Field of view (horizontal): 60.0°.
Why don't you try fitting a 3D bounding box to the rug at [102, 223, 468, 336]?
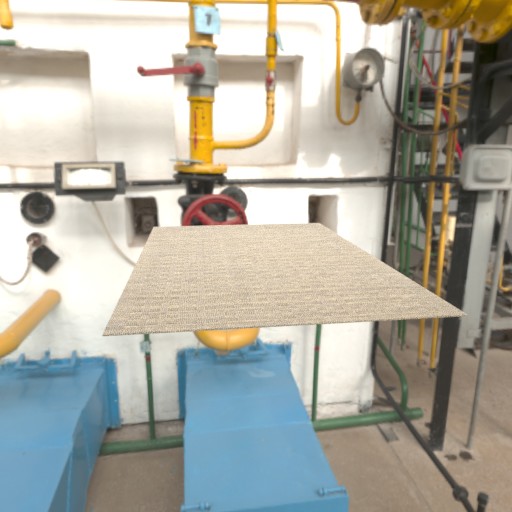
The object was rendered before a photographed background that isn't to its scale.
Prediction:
[{"bbox_3d":[0.000,0.000,2.202,1.142,0.006,1.752,-2,14,-8],"label":"rug"}]
